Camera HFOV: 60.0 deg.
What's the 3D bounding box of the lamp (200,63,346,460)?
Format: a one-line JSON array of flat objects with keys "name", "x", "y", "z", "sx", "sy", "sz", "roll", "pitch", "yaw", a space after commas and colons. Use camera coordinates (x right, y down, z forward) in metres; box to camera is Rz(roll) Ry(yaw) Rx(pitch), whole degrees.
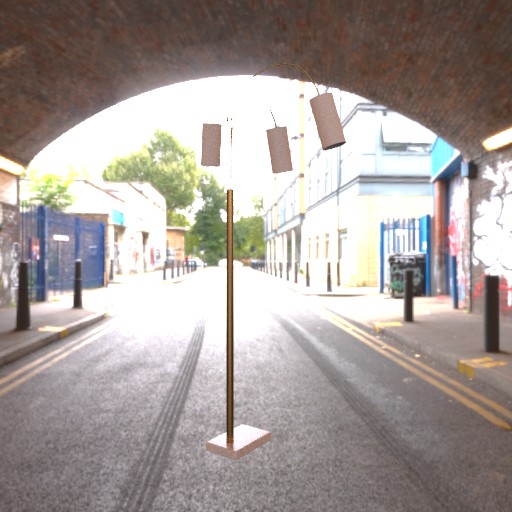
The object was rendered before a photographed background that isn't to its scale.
[{"name": "lamp", "x": 0.000, "y": 0.000, "z": 2.562, "sx": 1.020, "sy": 2.055, "sz": 0.667, "roll": 0, "pitch": 0, "yaw": 36}]
